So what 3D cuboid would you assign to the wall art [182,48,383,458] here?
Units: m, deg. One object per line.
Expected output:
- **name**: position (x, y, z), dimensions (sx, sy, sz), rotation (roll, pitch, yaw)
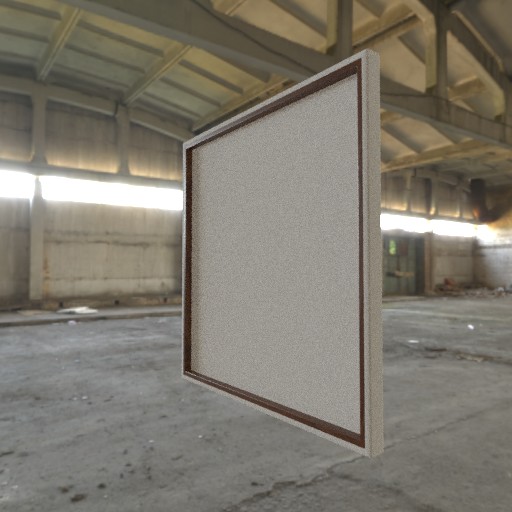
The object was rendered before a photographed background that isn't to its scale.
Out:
- **wall art**: position (0.000, 0.000, 1.132), dimensions (0.037, 0.757, 0.757), rotation (2, -3, -36)
